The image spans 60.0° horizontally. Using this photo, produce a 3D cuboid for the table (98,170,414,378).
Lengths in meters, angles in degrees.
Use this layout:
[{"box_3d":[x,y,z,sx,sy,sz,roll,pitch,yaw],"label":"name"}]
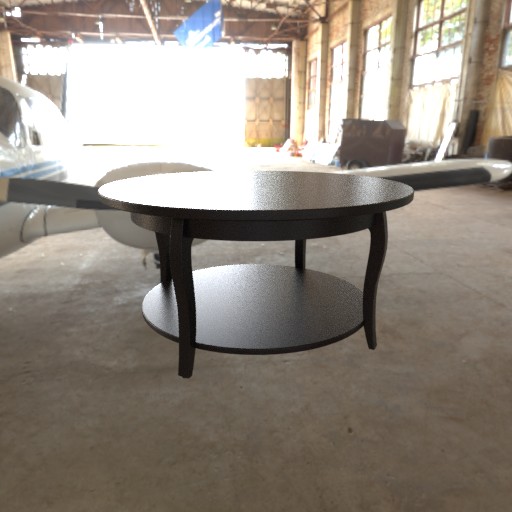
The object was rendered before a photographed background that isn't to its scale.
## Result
[{"box_3d":[0.000,0.000,1.416,0.914,0.457,0.914,0,16,0],"label":"table"}]
